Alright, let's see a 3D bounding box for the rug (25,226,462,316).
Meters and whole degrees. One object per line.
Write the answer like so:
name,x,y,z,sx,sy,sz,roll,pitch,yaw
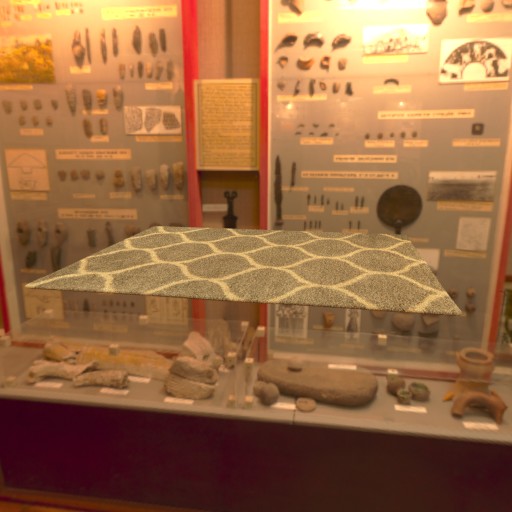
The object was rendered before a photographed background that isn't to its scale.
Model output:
rug,0.000,0.000,4.096,3.000,0.026,2.399,3,15,10
